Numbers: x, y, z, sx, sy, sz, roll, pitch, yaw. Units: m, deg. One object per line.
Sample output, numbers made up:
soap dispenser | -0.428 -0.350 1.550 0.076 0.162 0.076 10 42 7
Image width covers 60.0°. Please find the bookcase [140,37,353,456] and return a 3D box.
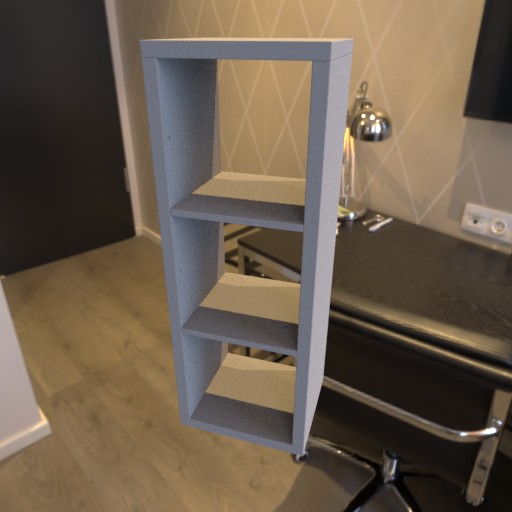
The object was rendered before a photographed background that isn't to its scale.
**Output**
bookcase | 0.000 0.000 1.229 0.390 1.080 0.330 8 28 16
